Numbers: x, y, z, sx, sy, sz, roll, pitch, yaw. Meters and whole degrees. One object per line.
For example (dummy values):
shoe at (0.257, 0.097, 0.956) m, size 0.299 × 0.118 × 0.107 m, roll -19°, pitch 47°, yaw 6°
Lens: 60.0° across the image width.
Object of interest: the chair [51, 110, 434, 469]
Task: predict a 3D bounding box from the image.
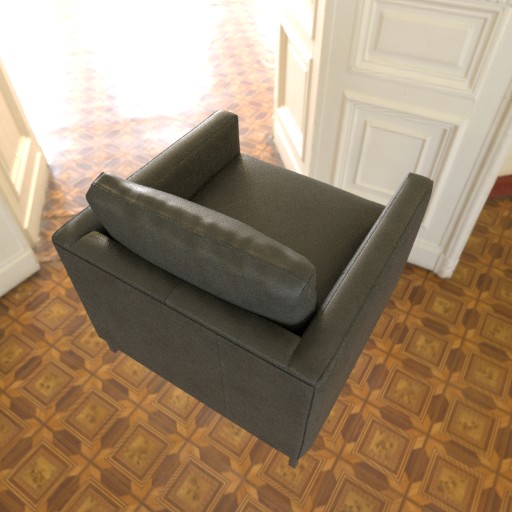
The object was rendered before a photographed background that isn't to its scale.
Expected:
chair at (0.000, 0.000, 1.472) m, size 0.967 × 0.824 × 0.861 m, roll 25°, pitch 52°, yaw 21°
